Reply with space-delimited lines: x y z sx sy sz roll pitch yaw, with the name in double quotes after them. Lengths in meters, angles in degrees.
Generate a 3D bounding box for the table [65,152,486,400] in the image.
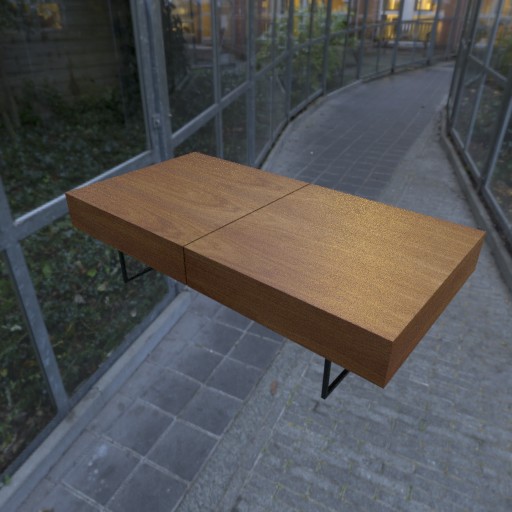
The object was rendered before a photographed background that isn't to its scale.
0.000 0.000 1.469 1.194 0.330 0.610 23 37 34 "table"
